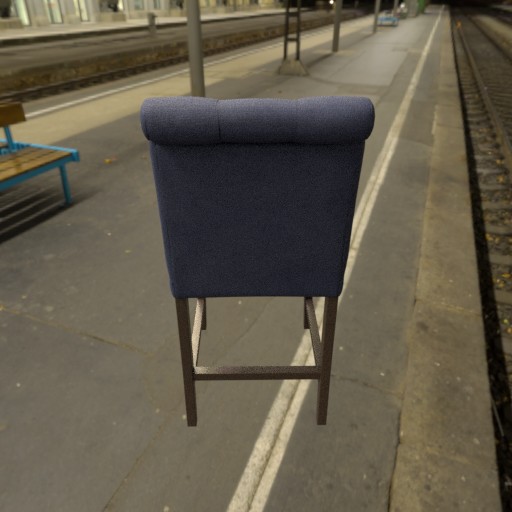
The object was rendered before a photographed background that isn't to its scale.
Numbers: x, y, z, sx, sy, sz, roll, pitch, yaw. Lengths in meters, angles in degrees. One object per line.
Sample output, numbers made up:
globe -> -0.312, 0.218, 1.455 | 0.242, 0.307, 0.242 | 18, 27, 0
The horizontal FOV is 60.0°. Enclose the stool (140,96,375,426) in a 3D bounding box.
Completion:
stool -> 0.000, 0.000, 1.337 | 0.493, 1.010, 0.601 | 0, 30, -1
